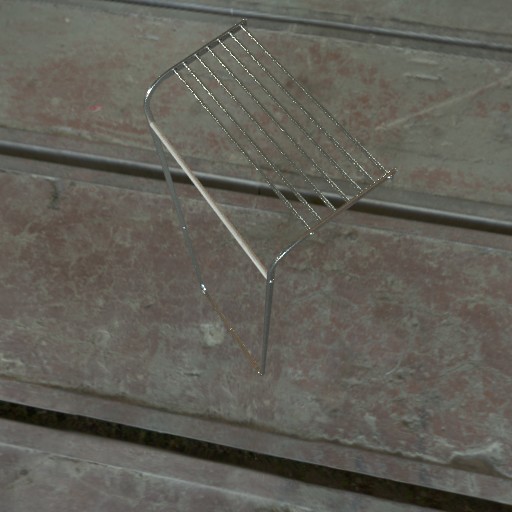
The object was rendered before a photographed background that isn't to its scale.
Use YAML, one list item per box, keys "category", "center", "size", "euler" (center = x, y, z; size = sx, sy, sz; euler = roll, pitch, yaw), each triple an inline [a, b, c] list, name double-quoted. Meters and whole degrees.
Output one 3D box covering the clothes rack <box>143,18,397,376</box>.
- category: "clothes rack"
  center: [0.000, 0.000, 1.766]
  size: [0.349, 1.574, 0.609]
  euler: [-32, 69, -14]
